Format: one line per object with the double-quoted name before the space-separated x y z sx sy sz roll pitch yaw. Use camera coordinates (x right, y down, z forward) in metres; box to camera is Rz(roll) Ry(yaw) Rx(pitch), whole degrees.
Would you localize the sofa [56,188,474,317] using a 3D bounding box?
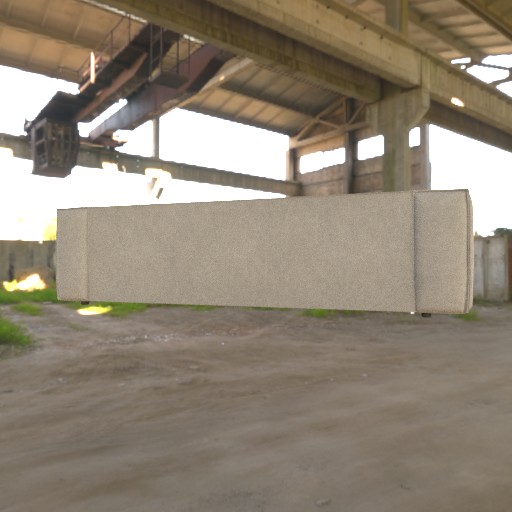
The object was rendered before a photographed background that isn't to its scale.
"sofa" 0.000 0.000 3.130 2.697 0.680 1.038 0 -1 19
